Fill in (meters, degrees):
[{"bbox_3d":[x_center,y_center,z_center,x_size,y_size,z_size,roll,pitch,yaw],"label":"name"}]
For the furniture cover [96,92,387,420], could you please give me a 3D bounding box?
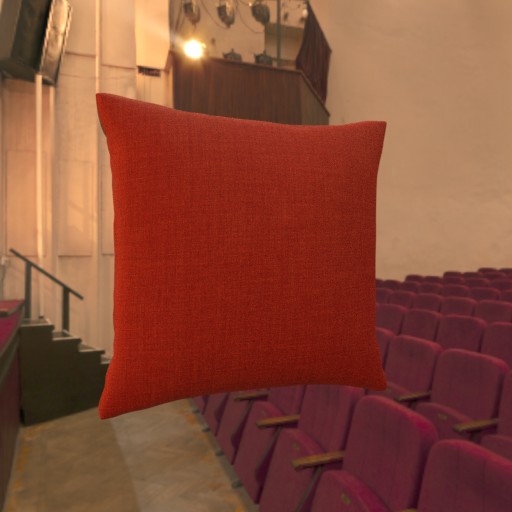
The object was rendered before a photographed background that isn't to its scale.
[{"bbox_3d":[0.000,0.000,0.759,0.517,0.508,0.158,0,0,-18],"label":"furniture cover"}]
